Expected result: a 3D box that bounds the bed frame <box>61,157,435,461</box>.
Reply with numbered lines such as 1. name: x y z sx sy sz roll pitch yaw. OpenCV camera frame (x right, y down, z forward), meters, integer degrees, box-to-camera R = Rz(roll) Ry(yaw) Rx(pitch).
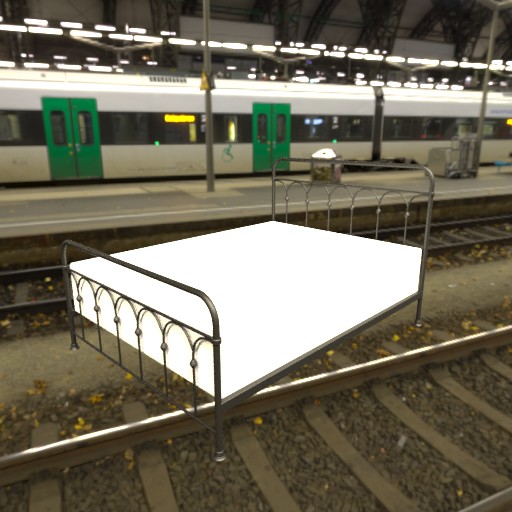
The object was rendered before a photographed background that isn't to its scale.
1. bed frame: 0.000 0.000 3.244 1.664 1.276 2.203 15 21 42
